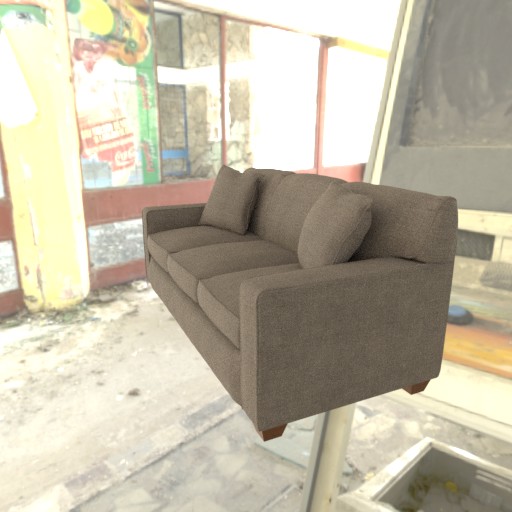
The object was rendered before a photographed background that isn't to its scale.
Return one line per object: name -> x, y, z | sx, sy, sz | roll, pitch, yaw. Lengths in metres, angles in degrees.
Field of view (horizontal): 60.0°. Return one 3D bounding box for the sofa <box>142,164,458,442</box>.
sofa -> 0.000, 0.000, 2.626 | 0.997, 0.958, 2.024 | -7, 17, -24
